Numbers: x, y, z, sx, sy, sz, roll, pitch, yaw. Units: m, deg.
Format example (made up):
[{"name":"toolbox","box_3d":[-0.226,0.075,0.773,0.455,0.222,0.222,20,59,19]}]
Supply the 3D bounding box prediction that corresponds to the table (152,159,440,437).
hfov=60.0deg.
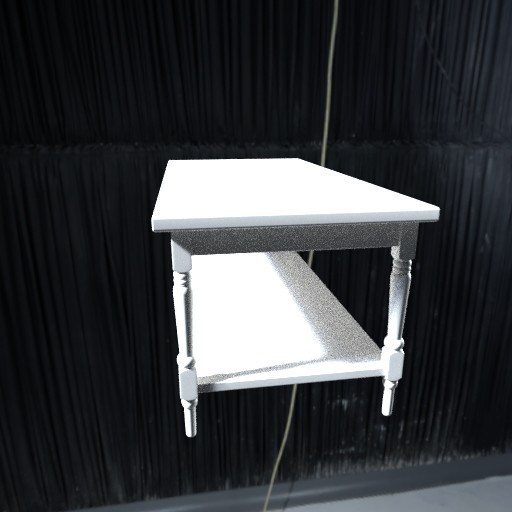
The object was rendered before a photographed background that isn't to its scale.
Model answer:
[{"name":"table","box_3d":[0.000,0.000,1.418,0.550,0.510,1.107,-3,17,-9]}]
